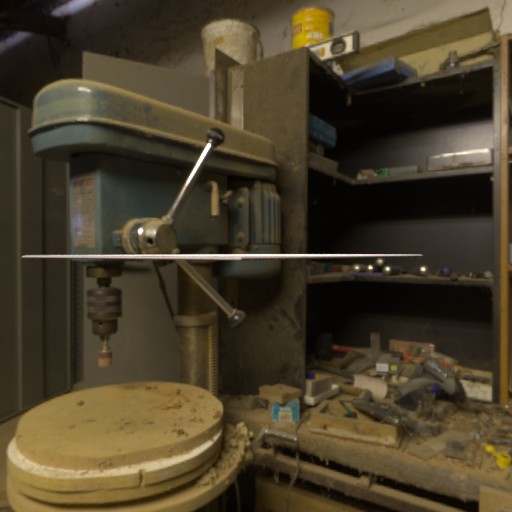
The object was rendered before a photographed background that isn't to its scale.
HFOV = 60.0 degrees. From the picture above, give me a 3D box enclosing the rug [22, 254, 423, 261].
[{"bbox_3d":[0.000,0.000,2.348,1.224,0.012,1.847,0,0,36],"label":"rug"}]
